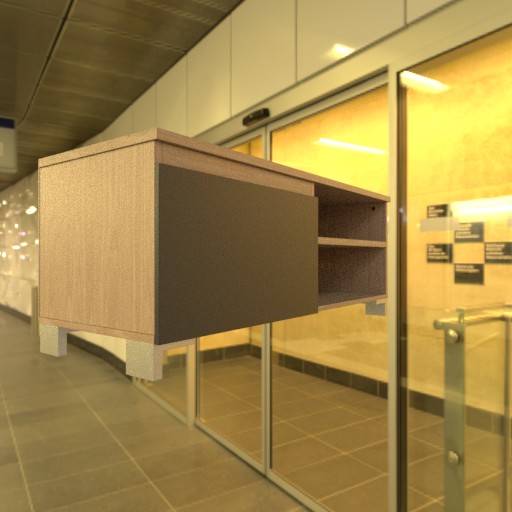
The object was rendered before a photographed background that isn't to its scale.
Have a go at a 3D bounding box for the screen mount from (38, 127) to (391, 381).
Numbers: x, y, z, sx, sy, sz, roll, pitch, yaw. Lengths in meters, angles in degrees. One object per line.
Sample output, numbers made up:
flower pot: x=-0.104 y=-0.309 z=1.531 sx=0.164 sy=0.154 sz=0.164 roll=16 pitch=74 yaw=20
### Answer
screen mount: x=0.000 y=0.000 z=1.301 sx=0.406 sy=0.432 sz=1.084 roll=0 pitch=0 yaw=37
